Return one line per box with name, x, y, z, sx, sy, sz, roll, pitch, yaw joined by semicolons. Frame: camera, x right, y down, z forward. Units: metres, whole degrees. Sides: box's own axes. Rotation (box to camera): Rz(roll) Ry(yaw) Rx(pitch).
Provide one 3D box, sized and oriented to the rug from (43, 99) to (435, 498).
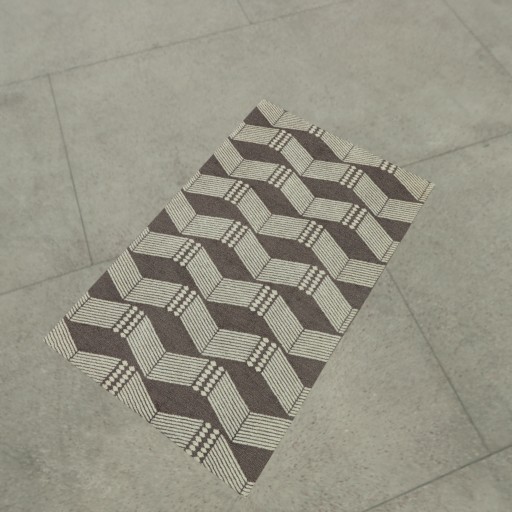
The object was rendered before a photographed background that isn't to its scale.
rug;0.000;0.000;2.979;1.517;0.011;2.435;31;68;15
